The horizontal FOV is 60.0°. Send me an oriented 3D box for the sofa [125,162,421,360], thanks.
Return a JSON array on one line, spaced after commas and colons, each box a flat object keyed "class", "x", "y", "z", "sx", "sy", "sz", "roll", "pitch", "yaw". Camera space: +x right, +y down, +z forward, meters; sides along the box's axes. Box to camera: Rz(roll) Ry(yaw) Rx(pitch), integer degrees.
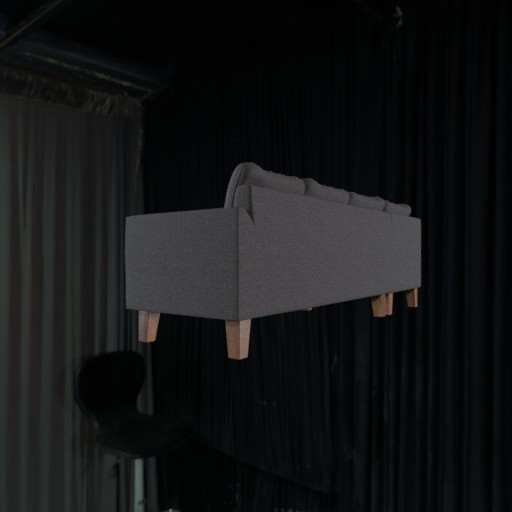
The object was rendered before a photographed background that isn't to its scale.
[{"class": "sofa", "x": 0.000, "y": 0.000, "z": 3.559, "sx": 1.829, "sy": 0.932, "sz": 2.679, "roll": 0, "pitch": 0, "yaw": 37}]
